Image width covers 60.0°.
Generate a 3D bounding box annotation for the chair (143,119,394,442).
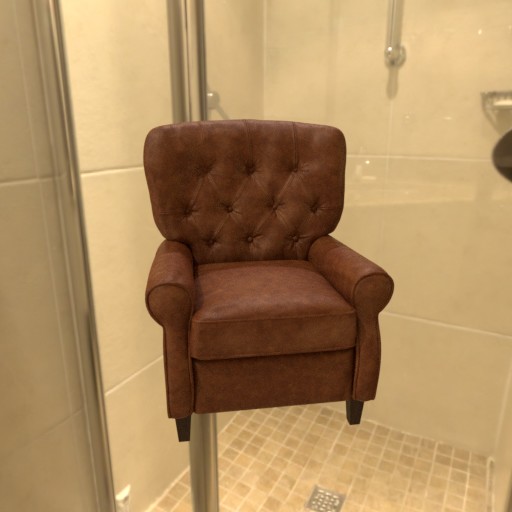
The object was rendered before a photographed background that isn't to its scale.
[{"bbox_3d":[0.000,0.000,1.950,0.951,1.164,1.059,-2,16,-8],"label":"chair"}]
